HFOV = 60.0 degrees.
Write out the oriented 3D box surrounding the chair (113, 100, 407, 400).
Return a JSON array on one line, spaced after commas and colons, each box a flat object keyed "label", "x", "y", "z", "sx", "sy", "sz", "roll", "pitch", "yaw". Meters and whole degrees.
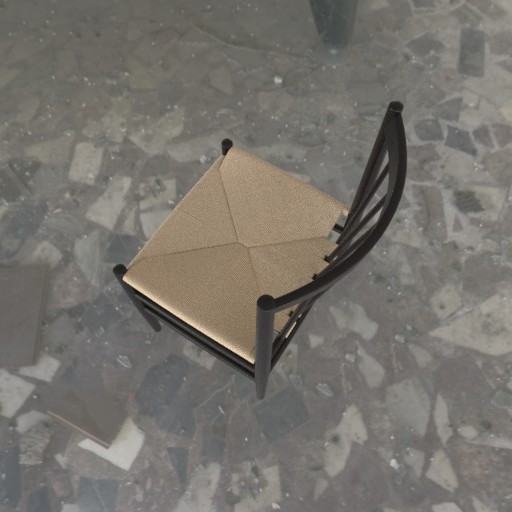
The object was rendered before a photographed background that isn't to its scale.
[{"label": "chair", "x": 0.000, "y": 0.000, "z": 1.135, "sx": 0.516, "sy": 0.818, "sz": 0.495, "roll": 29, "pitch": 67, "yaw": 14}]
